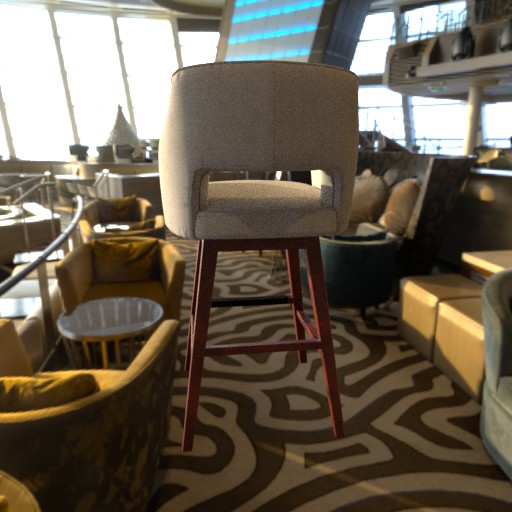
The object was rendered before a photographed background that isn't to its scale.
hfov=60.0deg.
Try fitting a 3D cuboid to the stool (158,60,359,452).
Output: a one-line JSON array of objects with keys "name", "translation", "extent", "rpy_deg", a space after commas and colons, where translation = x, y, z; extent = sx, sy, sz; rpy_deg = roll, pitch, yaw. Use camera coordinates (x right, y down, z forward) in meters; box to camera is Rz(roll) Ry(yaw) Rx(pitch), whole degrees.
[{"name": "stool", "translation": [0.000, 0.000, 1.339], "extent": [0.548, 1.012, 0.558], "rpy_deg": [-2, 15, -8]}]
